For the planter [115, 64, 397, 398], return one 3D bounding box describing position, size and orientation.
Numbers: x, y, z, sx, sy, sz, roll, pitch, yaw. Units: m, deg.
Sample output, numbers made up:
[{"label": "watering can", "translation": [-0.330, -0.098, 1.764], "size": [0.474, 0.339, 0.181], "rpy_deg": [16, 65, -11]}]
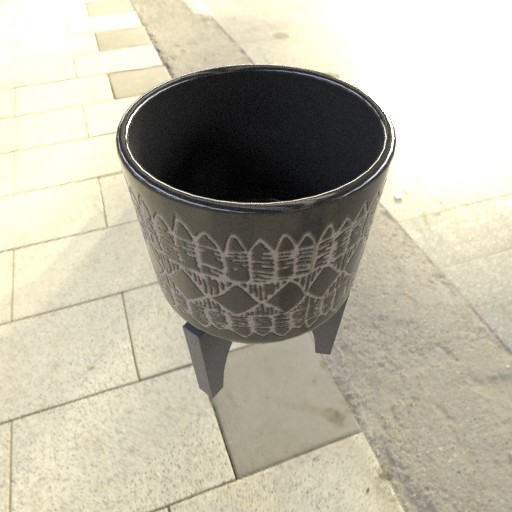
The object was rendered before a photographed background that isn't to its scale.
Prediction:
[{"label": "planter", "translation": [0.000, 0.000, 0.529], "size": [0.251, 0.355, 0.251], "rpy_deg": [-16, 48, -15]}]
